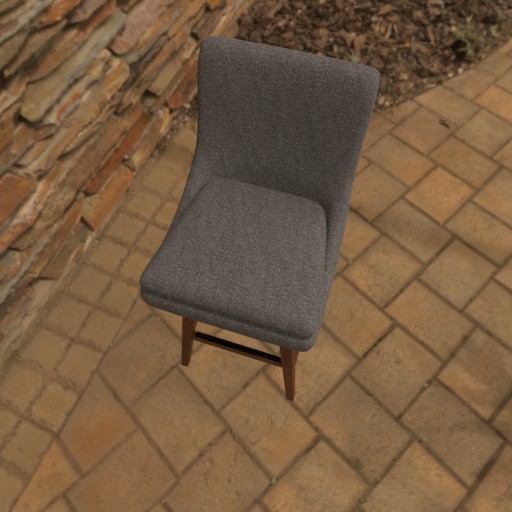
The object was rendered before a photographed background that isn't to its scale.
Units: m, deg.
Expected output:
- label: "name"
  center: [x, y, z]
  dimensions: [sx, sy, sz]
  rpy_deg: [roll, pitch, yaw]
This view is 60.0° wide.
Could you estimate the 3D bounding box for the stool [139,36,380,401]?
- label: "stool"
  center: [0.000, 0.000, 1.378]
  dimensions: [0.489, 1.068, 0.572]
  rpy_deg: [15, 61, 9]
